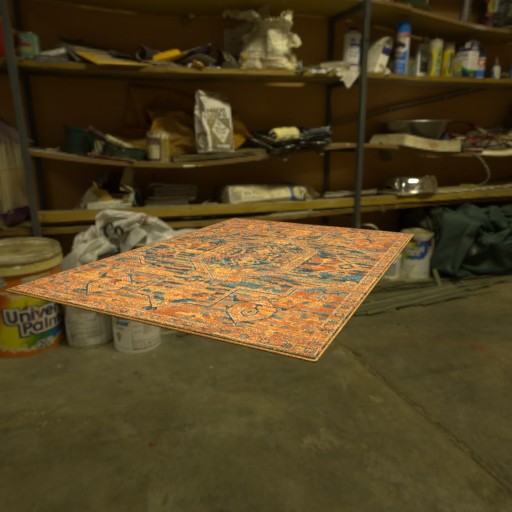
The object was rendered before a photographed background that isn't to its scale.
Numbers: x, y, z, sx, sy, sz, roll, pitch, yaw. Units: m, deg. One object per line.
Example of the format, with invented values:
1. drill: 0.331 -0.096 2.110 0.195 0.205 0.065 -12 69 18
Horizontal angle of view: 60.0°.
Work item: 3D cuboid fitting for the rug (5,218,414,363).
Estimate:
1. rug: 0.000 0.000 3.578 2.043 0.019 2.916 7 16 26
